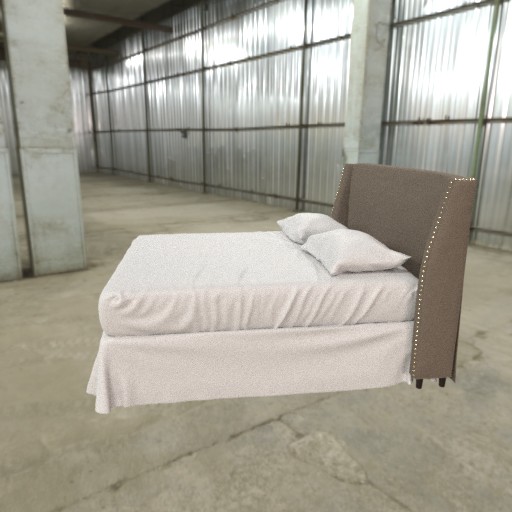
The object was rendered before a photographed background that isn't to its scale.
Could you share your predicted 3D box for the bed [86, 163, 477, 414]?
[{"bbox_3d":[0.000,0.000,3.392,2.276,1.332,1.925,-2,14,-7],"label":"bed"}]
